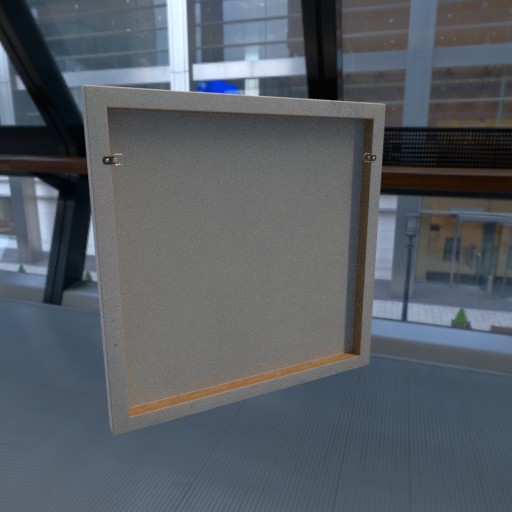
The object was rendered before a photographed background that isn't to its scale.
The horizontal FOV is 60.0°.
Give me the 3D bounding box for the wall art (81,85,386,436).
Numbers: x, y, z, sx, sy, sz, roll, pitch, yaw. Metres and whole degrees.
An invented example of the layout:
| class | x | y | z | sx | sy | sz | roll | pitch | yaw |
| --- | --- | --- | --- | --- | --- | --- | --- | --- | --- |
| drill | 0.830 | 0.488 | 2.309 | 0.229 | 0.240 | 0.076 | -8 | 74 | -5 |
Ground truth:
| class | x | y | z | sx | sy | sz | roll | pitch | yaw |
| --- | --- | --- | --- | --- | --- | --- | --- | --- | --- |
| wall art | 0.000 | 0.000 | 0.900 | 0.612 | 0.612 | 0.040 | -7 | 15 | -27 |
